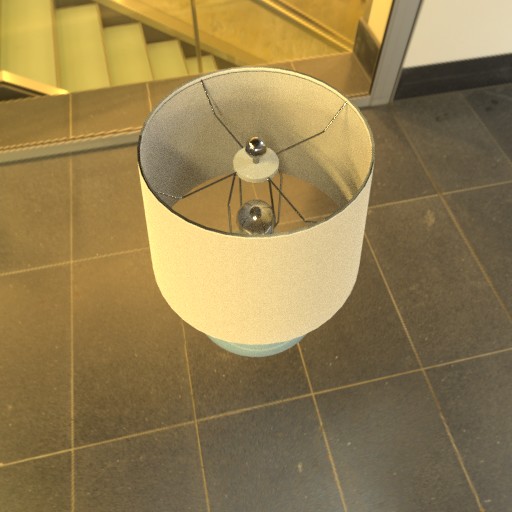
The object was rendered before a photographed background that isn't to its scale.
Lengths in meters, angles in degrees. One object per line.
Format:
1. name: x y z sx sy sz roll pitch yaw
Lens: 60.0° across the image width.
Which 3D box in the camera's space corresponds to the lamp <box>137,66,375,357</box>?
1. lamp: 0.000 0.000 0.550 0.247 0.387 0.247 0 58 0
